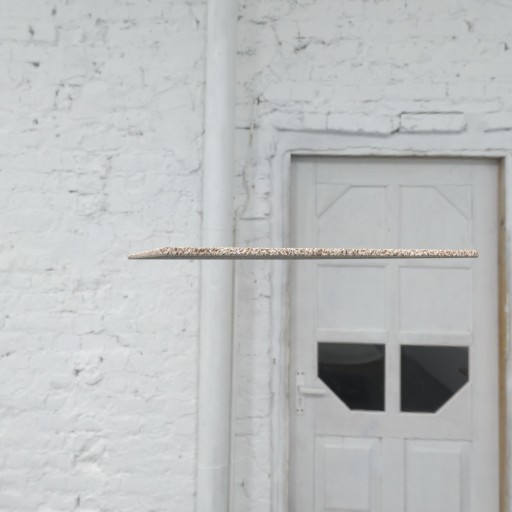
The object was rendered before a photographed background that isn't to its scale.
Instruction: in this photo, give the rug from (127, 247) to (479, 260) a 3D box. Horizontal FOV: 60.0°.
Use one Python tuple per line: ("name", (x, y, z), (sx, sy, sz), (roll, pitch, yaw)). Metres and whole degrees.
("rug", (0.000, 0.000, 2.349), (1.219, 0.030, 1.778), (0, -1, -19))
